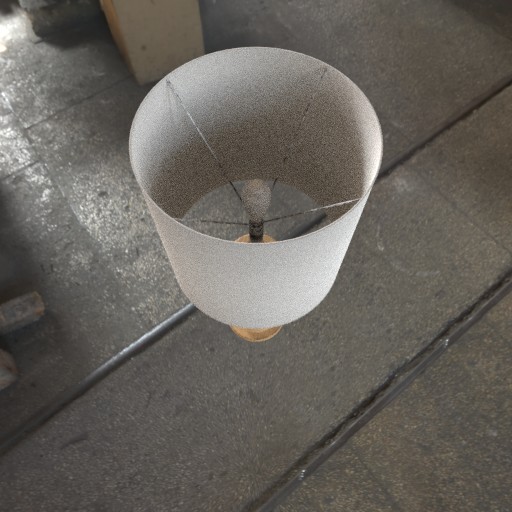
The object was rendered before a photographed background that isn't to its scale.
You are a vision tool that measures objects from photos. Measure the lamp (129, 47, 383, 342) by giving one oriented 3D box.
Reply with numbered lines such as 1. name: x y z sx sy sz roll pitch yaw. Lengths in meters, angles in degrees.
1. lamp: 0.000 0.000 0.570 0.208 0.455 0.208 17 65 8
